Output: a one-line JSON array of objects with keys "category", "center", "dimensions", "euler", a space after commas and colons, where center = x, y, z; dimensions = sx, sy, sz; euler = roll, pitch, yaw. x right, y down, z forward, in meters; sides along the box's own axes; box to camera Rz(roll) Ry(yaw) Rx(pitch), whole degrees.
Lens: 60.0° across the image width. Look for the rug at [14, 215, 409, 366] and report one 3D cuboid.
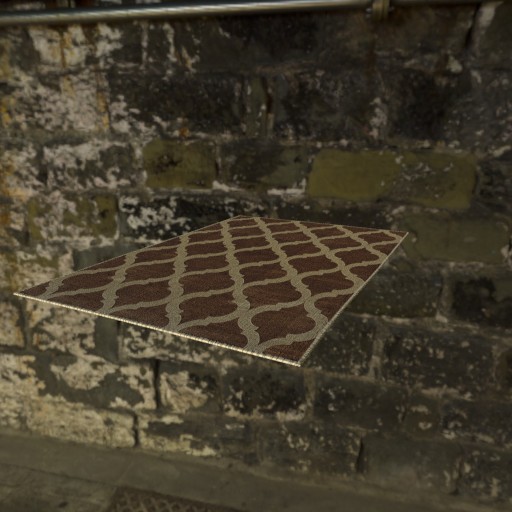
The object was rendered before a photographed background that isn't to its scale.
[{"category": "rug", "center": [0.000, 0.000, 2.820], "dimensions": [1.522, 0.008, 2.284], "euler": [8, 18, 26]}]
